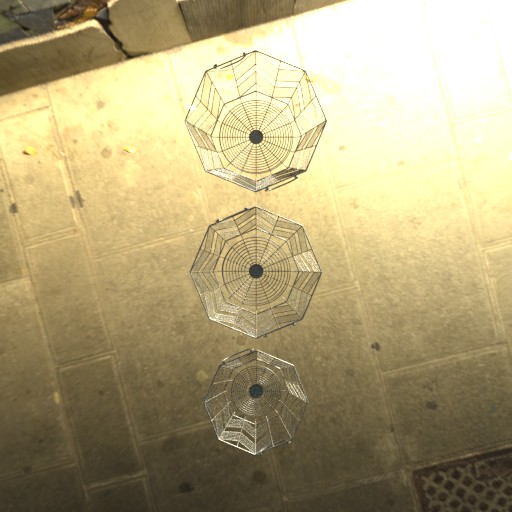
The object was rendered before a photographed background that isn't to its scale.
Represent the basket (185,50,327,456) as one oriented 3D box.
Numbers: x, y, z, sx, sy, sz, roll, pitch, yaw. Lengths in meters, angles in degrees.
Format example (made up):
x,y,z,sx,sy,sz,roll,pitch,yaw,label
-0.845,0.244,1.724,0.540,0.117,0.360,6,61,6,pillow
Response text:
x,y,z,sx,sy,sz,roll,pitch,yaw,label
0.000,0.000,1.422,0.432,0.178,1.246,0,89,0,basket
